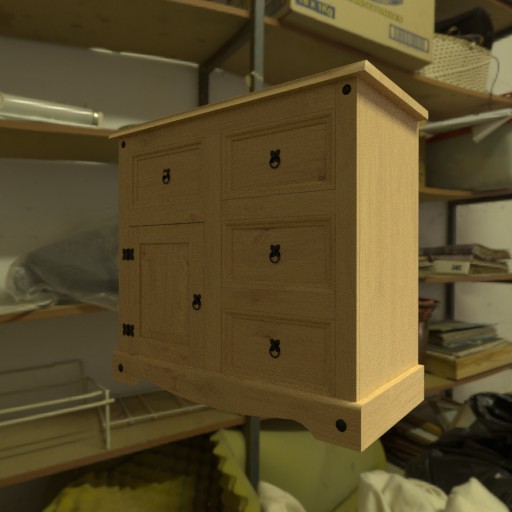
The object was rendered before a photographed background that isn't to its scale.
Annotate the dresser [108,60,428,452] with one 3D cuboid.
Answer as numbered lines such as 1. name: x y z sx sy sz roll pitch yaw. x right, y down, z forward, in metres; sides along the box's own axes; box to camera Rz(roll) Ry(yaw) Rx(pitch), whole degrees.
1. dresser: 0.000 0.000 1.386 0.915 0.835 0.440 0 0 38
